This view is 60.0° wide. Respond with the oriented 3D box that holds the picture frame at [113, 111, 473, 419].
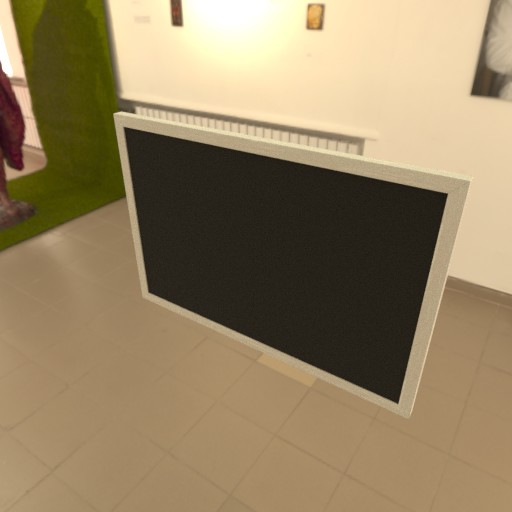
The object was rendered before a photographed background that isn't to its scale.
[{"bbox_3d":[0.000,0.000,1.201,0.950,0.640,0.029,19,35,28],"label":"picture frame"}]
